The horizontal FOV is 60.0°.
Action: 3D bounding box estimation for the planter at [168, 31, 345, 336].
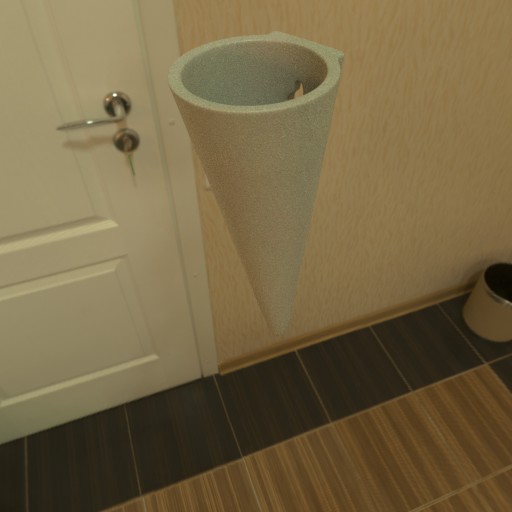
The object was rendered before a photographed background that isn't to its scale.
[{"bbox_3d":[0.000,0.000,0.224,0.057,0.191,0.064,32,54,26],"label":"planter"}]
